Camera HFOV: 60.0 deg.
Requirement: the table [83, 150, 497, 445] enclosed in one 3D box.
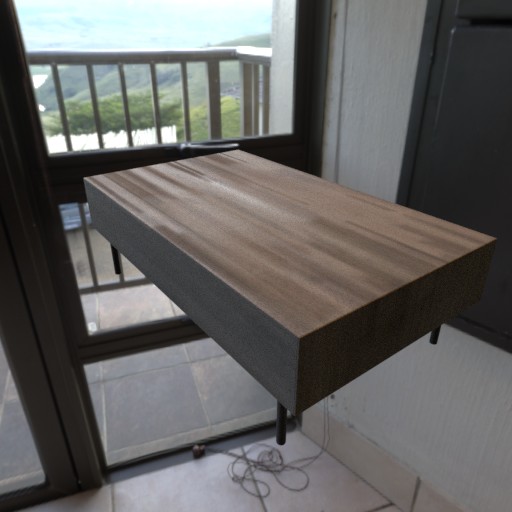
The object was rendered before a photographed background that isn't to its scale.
[{"bbox_3d":[0.000,0.000,1.362,0.643,0.347,1.088,-19,33,-32],"label":"table"}]
